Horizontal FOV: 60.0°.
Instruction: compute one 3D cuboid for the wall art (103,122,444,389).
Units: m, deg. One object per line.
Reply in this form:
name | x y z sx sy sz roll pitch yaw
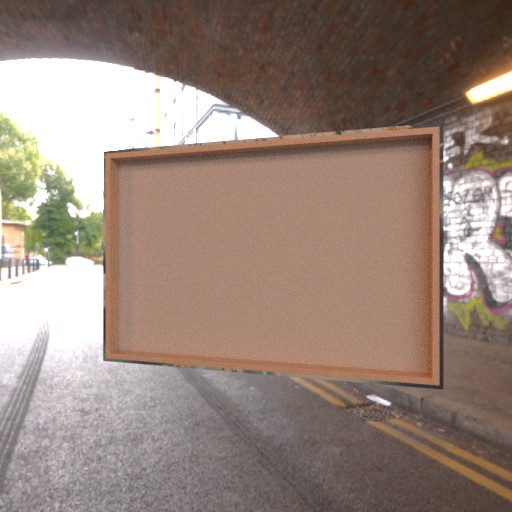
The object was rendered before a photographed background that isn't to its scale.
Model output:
wall art | 0.000 0.000 0.780 0.607 0.405 0.036 0 0 18
